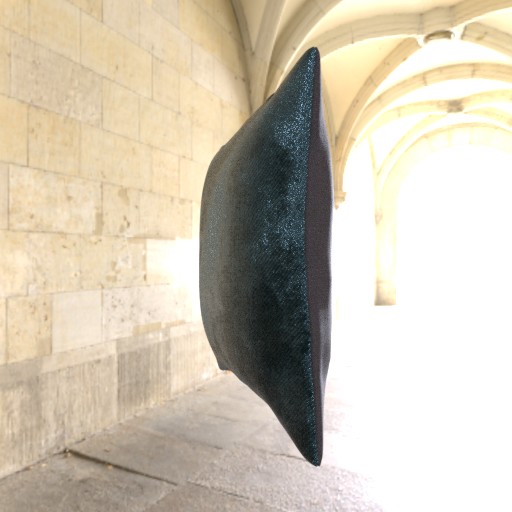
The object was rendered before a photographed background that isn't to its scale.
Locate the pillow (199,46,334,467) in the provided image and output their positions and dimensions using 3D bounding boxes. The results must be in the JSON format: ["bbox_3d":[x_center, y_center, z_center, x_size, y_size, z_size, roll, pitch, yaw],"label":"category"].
[{"bbox_3d":[0.000,0.000,0.642,0.138,0.430,0.436,0,0,-17],"label":"pillow"}]
